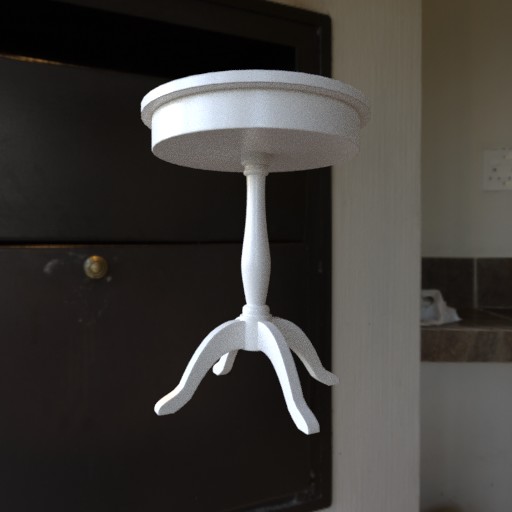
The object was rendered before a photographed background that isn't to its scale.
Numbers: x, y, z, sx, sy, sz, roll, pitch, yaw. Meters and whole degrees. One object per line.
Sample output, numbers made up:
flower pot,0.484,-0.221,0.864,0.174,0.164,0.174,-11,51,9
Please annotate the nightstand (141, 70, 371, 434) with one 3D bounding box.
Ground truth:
nightstand,0.000,0.000,1.026,0.513,0.653,0.513,0,1,-18
